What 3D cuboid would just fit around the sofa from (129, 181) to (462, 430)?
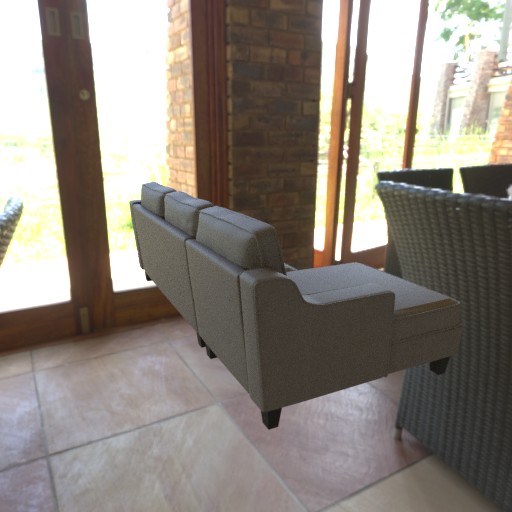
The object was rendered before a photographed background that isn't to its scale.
[{"bbox_3d":[0.000,0.000,3.214,1.294,0.928,2.561,-7,17,-25],"label":"sofa"}]
